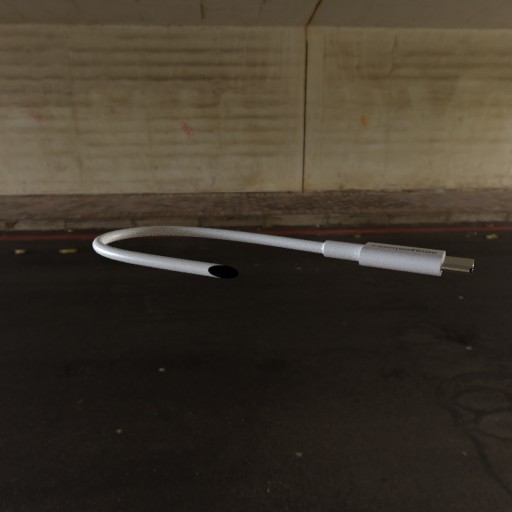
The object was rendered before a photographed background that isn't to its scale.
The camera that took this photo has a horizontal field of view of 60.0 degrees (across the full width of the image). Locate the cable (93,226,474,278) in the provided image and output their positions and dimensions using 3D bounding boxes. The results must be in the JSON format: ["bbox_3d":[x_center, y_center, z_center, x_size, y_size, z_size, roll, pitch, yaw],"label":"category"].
[{"bbox_3d":[0.000,0.000,0.112,0.098,0.005,0.041,8,18,26],"label":"cable"}]
